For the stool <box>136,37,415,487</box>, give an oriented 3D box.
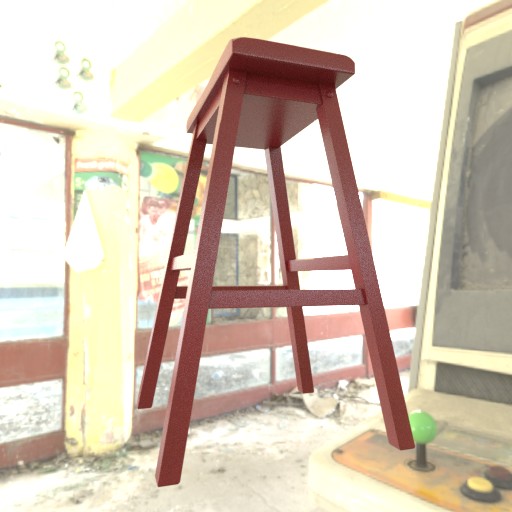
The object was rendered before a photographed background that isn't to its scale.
[{"bbox_3d":[0.000,0.000,0.988,0.476,0.737,0.457,1,-3,-19],"label":"stool"}]
